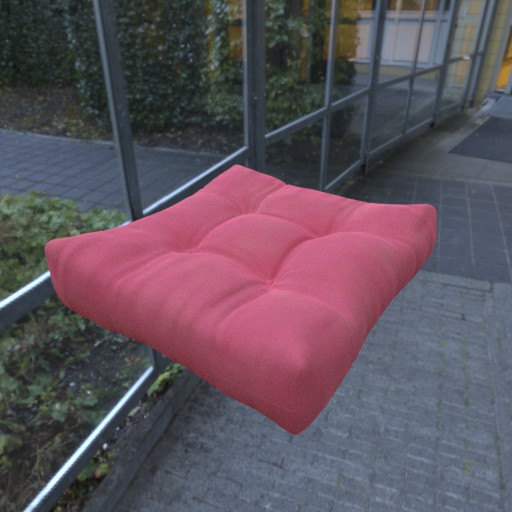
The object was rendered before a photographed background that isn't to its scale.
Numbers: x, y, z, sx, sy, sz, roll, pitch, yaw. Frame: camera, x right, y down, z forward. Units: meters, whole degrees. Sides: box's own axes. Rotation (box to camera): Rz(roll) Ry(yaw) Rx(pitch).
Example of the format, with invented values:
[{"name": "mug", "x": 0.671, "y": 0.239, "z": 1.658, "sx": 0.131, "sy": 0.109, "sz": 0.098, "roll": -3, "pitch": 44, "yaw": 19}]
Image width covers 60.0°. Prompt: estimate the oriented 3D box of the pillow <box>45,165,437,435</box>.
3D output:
[{"name": "pillow", "x": 0.000, "y": 0.000, "z": 0.735, "sx": 0.468, "sy": 0.128, "sz": 0.490, "roll": 19, "pitch": 35, "yaw": 30}]
